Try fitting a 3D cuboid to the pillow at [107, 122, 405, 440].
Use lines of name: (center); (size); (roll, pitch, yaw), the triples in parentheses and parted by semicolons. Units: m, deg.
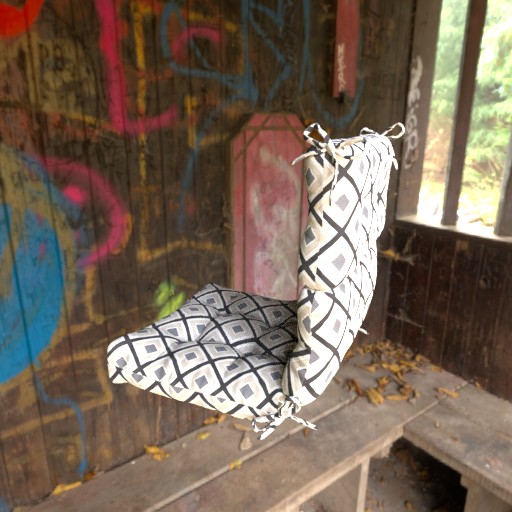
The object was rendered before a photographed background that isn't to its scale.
pillow: (0.000, 0.000, 1.042); (0.571, 0.605, 0.519); (8, 19, 23)
